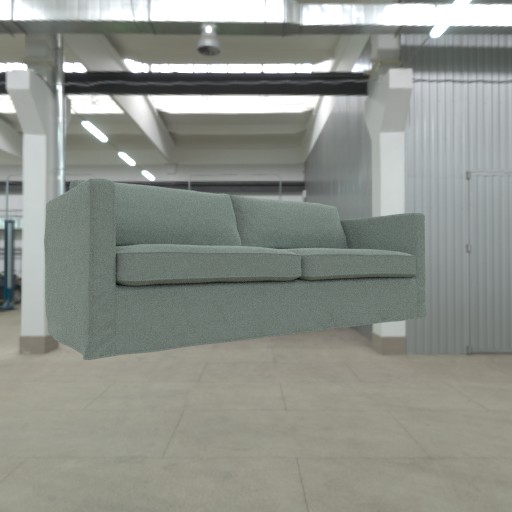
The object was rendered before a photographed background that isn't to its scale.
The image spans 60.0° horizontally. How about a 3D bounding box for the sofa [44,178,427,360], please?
[{"bbox_3d":[0.000,0.000,2.792,2.312,0.853,0.962,1,-1,-36],"label":"sofa"}]
